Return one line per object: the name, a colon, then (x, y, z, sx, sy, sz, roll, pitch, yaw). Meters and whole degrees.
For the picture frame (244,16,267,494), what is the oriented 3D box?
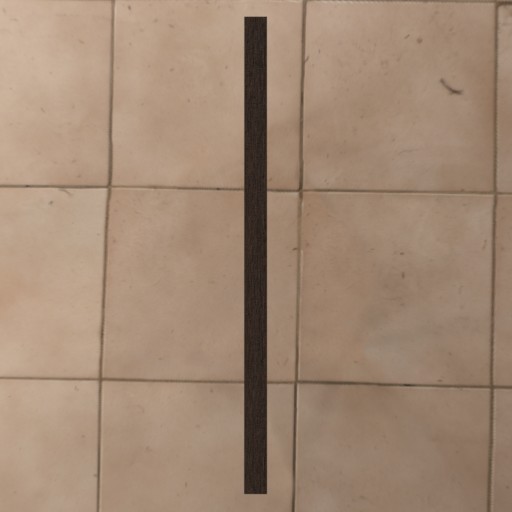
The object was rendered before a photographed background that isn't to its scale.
picture frame: (0.000, 0.000, 0.734, 0.026, 0.455, 0.546, 0, 89, 0)
